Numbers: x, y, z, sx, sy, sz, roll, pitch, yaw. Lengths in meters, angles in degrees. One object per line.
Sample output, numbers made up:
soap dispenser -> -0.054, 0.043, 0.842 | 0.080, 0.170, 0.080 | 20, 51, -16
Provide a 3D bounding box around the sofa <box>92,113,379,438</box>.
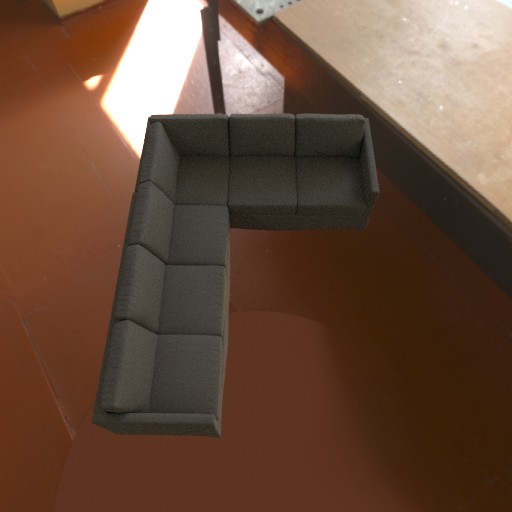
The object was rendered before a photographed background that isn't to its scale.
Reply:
sofa -> 0.000, 0.000, 4.279 | 2.432, 0.871, 3.182 | 1, 61, 0
